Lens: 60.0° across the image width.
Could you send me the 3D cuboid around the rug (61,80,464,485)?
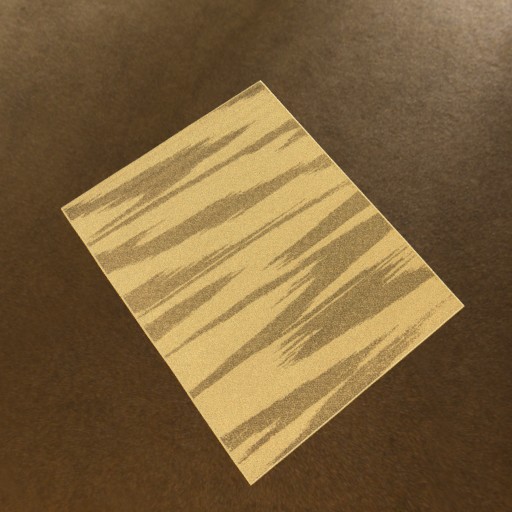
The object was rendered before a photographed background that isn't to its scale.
[{"bbox_3d":[0.000,0.000,4.005,2.353,0.014,2.945,-36,77,-10],"label":"rug"}]
